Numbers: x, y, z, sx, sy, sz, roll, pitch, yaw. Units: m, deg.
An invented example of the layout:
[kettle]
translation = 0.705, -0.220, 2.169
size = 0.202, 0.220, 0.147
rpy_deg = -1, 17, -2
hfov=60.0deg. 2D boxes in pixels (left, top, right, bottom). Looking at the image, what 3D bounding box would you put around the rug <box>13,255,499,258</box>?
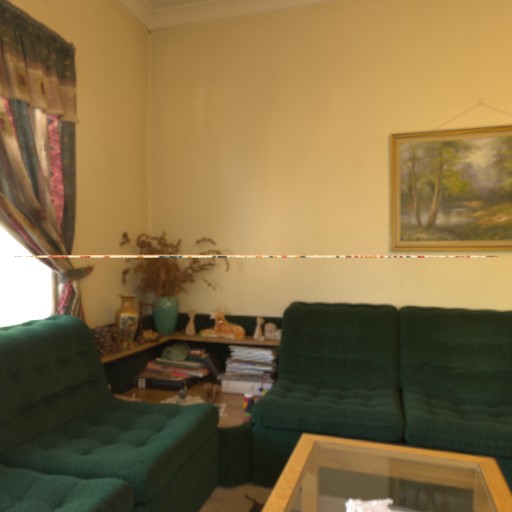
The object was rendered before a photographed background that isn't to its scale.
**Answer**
[rug]
translation = 0.000, 0.000, 3.105
size = 2.584, 0.010, 1.523
rpy_deg = 0, 0, 0
